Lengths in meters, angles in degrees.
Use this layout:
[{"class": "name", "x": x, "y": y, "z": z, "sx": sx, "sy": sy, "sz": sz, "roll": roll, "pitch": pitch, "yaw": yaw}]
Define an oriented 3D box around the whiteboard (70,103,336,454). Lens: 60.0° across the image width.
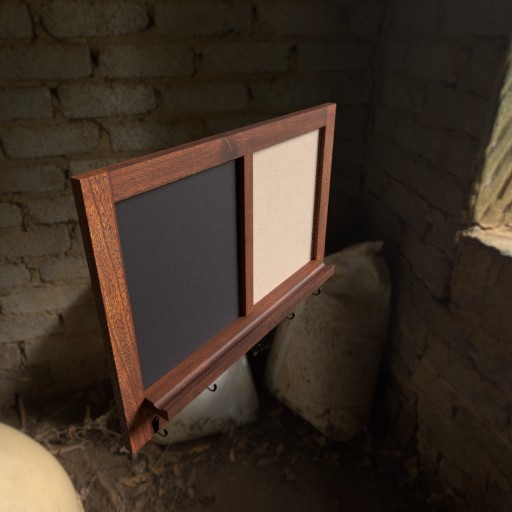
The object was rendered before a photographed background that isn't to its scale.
[{"class": "whiteboard", "x": 0.000, "y": 0.000, "z": 0.996, "sx": 0.083, "sy": 0.553, "sz": 0.768, "roll": 18, "pitch": 33, "yaw": 31}]
